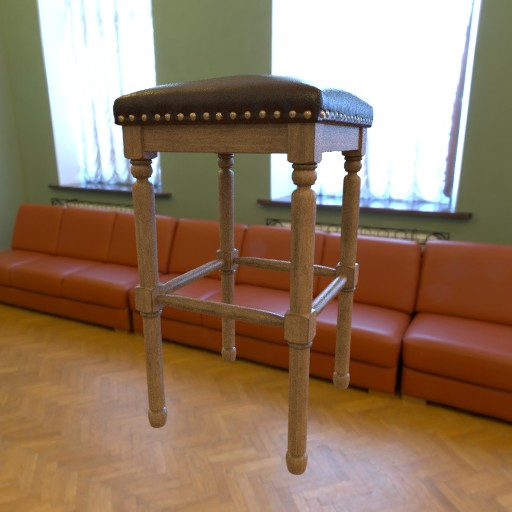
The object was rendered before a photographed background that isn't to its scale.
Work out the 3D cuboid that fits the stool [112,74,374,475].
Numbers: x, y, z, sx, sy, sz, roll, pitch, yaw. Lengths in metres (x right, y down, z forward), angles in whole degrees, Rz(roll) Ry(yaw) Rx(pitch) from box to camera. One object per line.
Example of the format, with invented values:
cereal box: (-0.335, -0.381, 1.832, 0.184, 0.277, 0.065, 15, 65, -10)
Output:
stool: (0.000, 0.000, 0.932, 0.382, 0.702, 0.383, 7, 16, 25)
